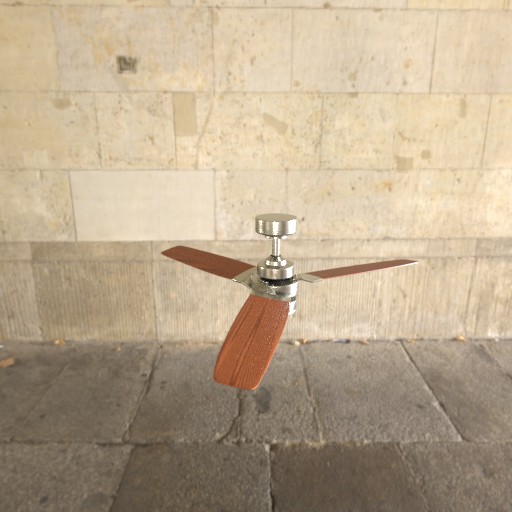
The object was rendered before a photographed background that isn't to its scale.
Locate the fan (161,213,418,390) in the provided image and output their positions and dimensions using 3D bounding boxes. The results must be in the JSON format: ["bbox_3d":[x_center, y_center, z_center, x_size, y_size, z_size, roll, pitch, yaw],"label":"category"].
[{"bbox_3d":[0.000,0.000,1.998,1.271,0.410,1.416,16,23,43],"label":"fan"}]
